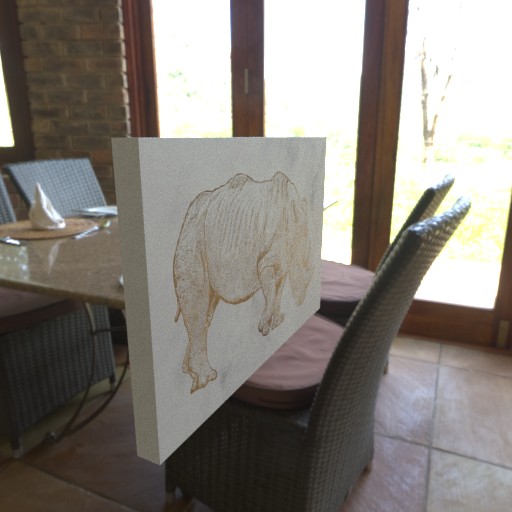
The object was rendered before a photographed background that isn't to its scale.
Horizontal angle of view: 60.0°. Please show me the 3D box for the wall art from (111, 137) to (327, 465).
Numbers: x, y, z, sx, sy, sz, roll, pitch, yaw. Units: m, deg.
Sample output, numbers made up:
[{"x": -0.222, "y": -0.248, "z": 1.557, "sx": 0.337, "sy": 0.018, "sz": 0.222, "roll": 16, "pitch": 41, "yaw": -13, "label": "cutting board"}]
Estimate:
[{"x": 0.000, "y": 0.000, "z": 0.786, "sx": 0.038, "sy": 0.407, "sz": 0.609, "roll": 8, "pitch": 17, "yaw": 26, "label": "wall art"}]
